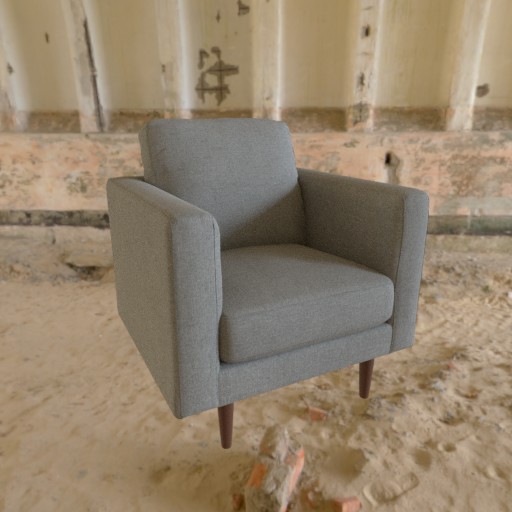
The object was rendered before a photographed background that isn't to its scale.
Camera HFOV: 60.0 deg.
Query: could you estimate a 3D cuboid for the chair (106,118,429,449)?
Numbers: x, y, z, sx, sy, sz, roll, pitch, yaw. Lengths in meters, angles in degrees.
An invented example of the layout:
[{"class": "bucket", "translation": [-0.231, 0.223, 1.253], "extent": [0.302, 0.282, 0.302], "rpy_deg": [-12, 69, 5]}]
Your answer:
[{"class": "chair", "translation": [0.000, 0.000, 1.553], "extent": [0.855, 0.927, 0.800], "rpy_deg": [-9, 19, -27]}]
